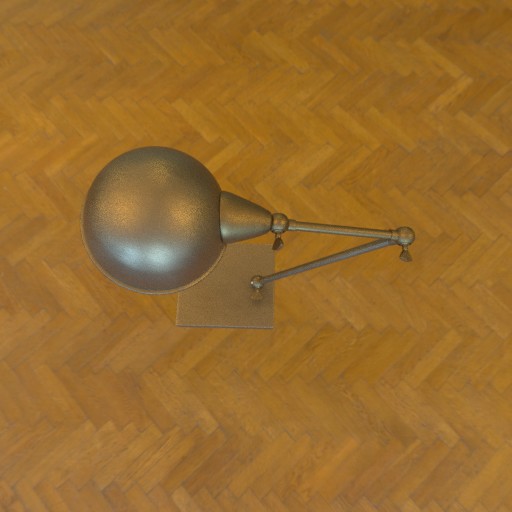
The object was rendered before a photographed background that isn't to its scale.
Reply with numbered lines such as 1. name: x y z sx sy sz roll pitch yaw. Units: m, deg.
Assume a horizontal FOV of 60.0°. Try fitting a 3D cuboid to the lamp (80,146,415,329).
1. lamp: 0.000 0.000 0.550 0.339 0.371 0.149 1 73 0
